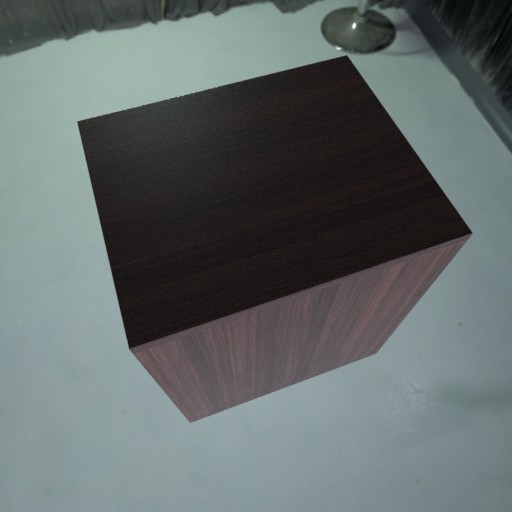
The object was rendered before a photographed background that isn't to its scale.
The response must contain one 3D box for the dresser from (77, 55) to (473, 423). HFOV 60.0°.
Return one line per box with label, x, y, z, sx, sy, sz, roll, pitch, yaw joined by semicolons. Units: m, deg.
dresser;0.000;0.000;0.763;0.400;0.470;0.360;-18;62;-10
